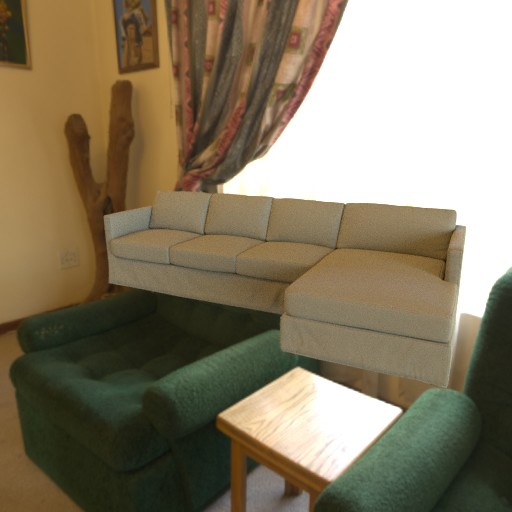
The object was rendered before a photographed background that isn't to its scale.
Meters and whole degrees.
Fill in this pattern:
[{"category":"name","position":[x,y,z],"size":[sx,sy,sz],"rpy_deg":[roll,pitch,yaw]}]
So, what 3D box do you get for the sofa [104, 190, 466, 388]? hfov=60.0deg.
[{"category":"sofa","position":[0.000,0.000,3.753],"size":[3.177,0.867,1.622],"rpy_deg":[7,16,25]}]
